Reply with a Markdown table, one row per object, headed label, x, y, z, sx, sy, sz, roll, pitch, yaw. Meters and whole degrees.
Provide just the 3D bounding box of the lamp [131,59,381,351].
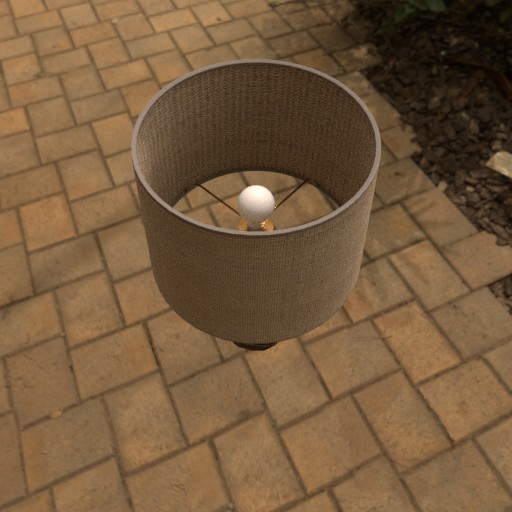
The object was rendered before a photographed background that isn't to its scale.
| label | x | y | z | sx | sy | sz | roll | pitch | yaw |
| --- | --- | --- | --- | --- | --- | --- | --- | --- | --- |
| lamp | 0.000 | 0.000 | 0.830 | 0.376 | 0.594 | 0.376 | 0 | 58 | 0 |
